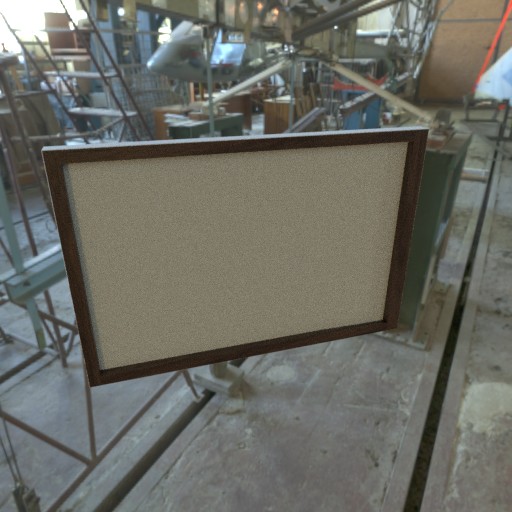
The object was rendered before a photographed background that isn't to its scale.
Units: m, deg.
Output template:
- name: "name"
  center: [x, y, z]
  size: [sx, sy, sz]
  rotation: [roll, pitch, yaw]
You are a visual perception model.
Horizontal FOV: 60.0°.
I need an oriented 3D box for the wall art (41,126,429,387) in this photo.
- name: "wall art"
  center: [0.000, 0.000, 1.442]
  size: [1.138, 0.761, 0.051]
  rotation: [-7, 26, -15]
